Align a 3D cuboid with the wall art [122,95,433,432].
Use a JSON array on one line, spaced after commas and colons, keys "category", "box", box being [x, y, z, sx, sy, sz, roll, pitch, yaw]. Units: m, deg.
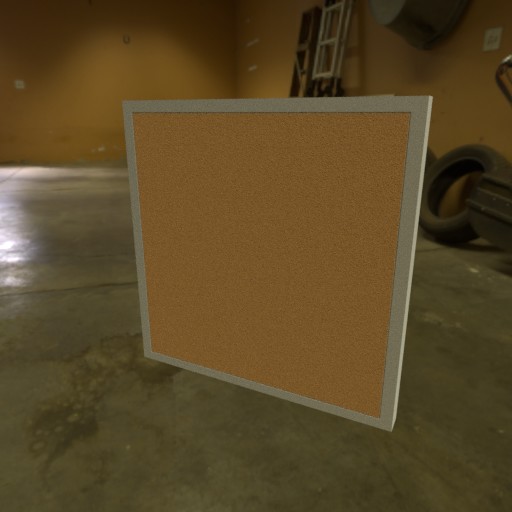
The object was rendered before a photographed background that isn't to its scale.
[{"category": "wall art", "box": [0.000, 0.000, 0.757, 0.506, 0.506, 0.038, 9, 20, 26]}]
